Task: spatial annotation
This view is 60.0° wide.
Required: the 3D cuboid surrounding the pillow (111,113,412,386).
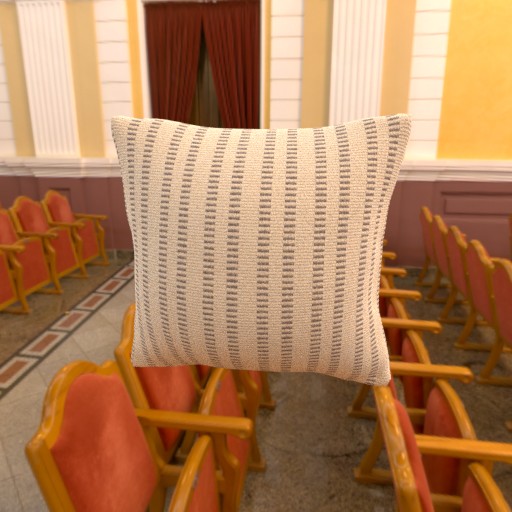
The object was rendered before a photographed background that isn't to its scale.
[{"bbox_3d":[0.000,0.000,0.687,0.438,0.419,0.247,2,16,8],"label":"pillow"}]
